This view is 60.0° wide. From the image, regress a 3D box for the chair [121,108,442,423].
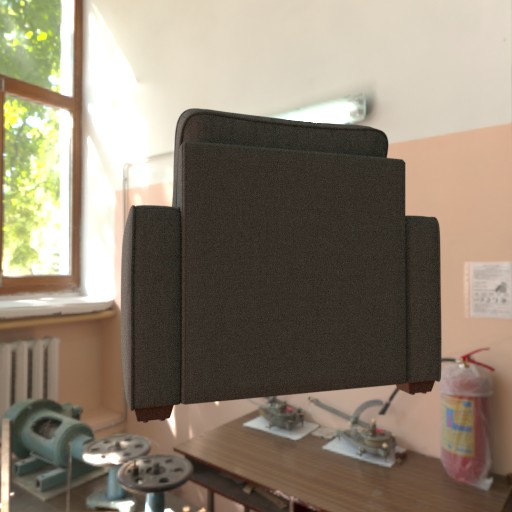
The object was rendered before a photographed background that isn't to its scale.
[{"bbox_3d":[0.000,0.000,1.749,1.017,0.919,0.940,0,-1,-17],"label":"chair"}]
